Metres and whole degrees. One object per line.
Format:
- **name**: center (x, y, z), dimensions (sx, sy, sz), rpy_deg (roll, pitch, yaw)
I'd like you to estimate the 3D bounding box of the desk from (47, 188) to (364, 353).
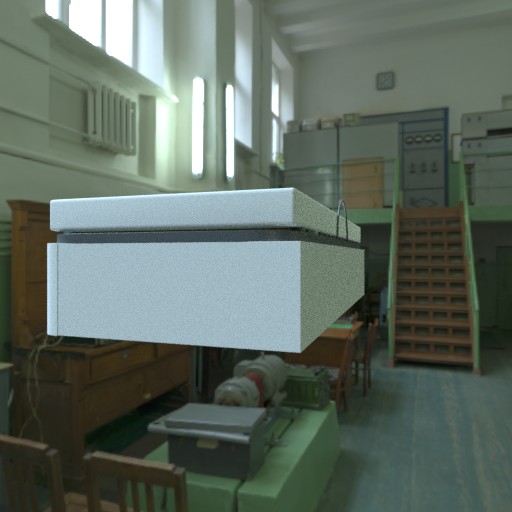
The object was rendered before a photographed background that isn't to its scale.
- **desk**: center (0.000, 0.000, 2.241), dimensions (0.900, 0.526, 1.900), rpy_deg (0, 0, 19)
